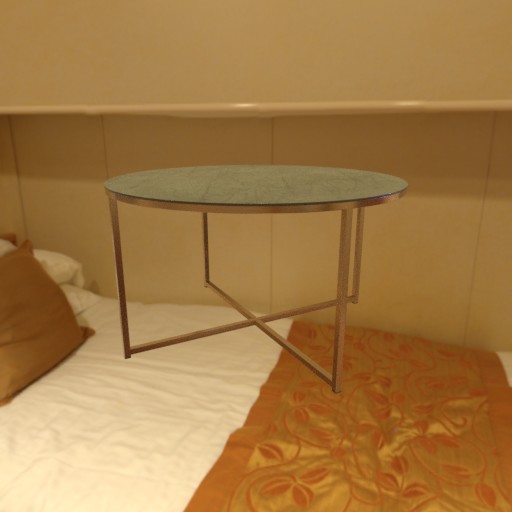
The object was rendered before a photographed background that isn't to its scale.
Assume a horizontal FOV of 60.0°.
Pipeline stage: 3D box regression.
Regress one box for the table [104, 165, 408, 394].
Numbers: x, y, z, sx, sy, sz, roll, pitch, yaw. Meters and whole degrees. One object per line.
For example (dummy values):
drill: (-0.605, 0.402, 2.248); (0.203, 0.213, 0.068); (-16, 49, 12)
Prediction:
table: (0.000, 0.000, 1.292); (0.800, 0.450, 0.800); (0, 17, 0)
